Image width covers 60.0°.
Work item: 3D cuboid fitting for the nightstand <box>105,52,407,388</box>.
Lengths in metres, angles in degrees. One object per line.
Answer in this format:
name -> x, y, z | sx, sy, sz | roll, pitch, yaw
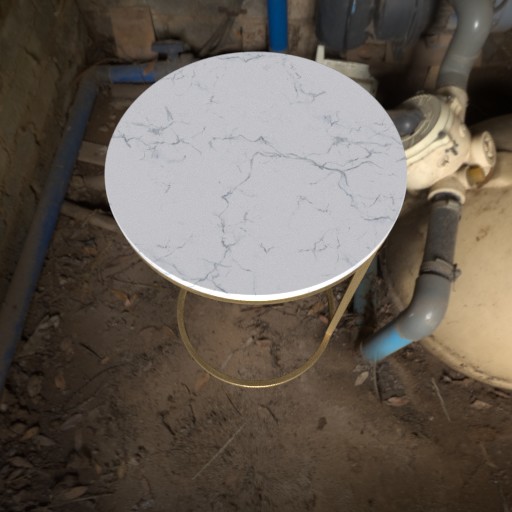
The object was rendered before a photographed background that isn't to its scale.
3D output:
nightstand -> 0.000, 0.000, 0.866 | 0.400, 0.610, 0.400 | -32, 68, -15
